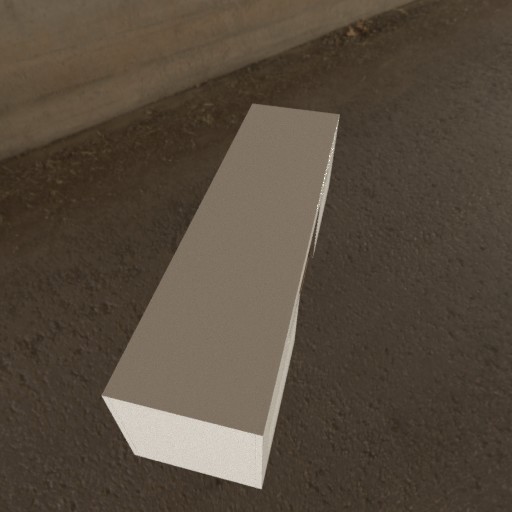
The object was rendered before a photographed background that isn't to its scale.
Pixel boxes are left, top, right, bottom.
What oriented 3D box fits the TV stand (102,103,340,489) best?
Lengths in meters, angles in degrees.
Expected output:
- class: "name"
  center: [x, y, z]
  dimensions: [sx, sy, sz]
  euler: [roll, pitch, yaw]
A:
- class: "TV stand"
  center: [0.000, 0.000, 1.717]
  dimensions: [0.410, 0.440, 1.500]
  euler: [10, 48, 10]
